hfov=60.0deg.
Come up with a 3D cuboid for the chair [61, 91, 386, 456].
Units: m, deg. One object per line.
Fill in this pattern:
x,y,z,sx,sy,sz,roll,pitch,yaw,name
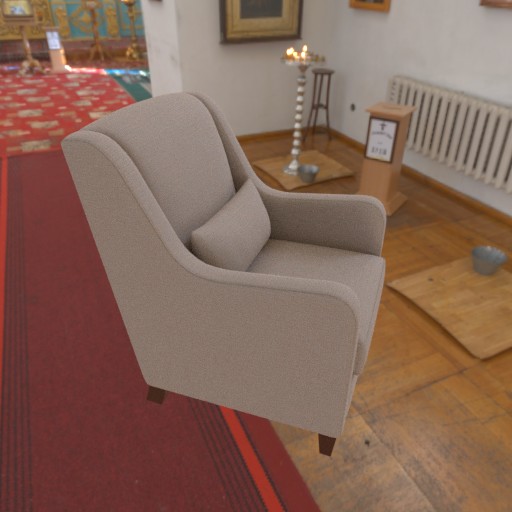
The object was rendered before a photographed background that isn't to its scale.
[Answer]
0.000,0.000,1.598,0.896,1.017,0.715,11,33,17,chair
